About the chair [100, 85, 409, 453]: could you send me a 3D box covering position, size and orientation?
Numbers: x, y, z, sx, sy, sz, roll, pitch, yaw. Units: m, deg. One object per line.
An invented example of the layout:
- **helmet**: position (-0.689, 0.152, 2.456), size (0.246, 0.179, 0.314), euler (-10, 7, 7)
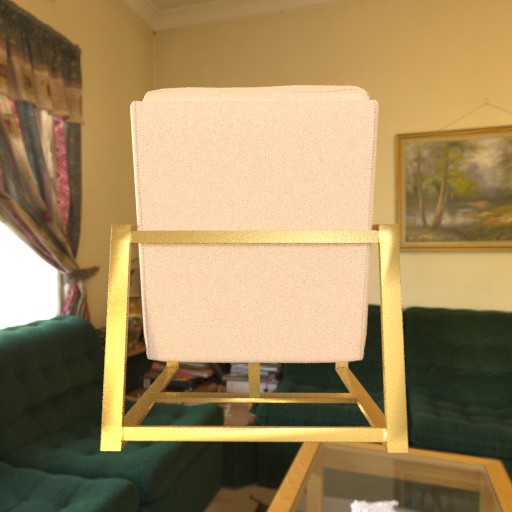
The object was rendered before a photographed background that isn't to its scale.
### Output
- **chair**: position (0.000, 0.000, 1.489), size (0.758, 0.956, 0.813), euler (0, 0, 1)
